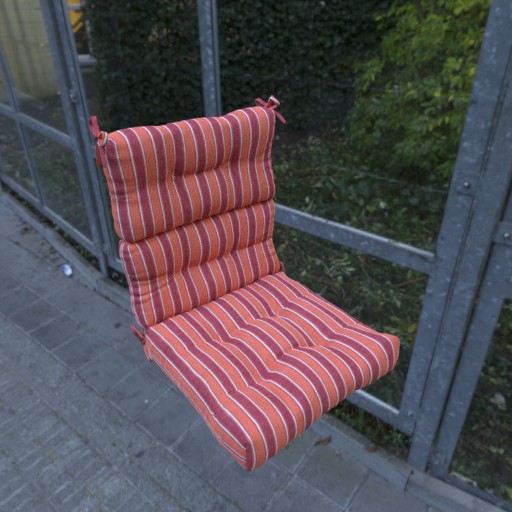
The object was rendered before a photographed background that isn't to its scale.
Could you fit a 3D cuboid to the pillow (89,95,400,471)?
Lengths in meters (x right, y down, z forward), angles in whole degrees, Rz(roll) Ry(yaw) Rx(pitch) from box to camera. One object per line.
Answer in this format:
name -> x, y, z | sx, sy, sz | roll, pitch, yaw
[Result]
pillow -> 0.000, 0.000, 1.025 | 0.519, 0.605, 0.571 | -22, 37, -32
